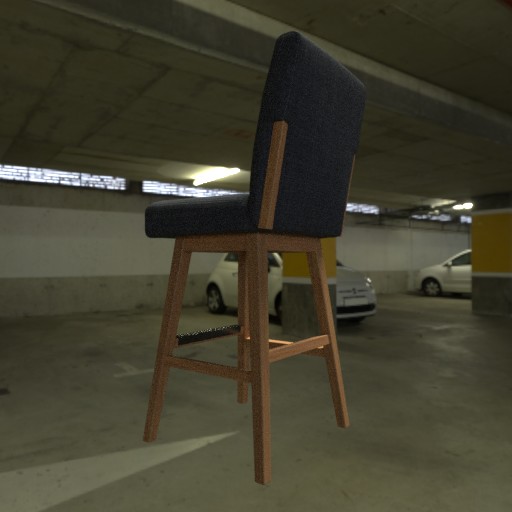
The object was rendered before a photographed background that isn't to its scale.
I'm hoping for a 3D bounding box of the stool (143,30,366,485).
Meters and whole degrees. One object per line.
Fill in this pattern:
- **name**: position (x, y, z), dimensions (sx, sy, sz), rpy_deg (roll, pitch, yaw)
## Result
- **stool**: position (0.000, 0.000, 1.384), dimensions (0.570, 1.112, 0.483), rpy_deg (-1, -1, 36)
